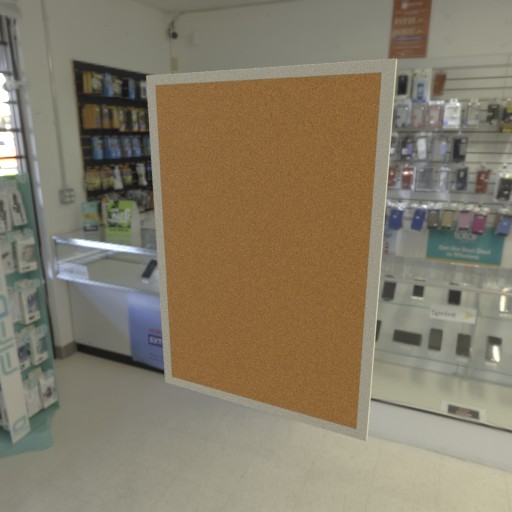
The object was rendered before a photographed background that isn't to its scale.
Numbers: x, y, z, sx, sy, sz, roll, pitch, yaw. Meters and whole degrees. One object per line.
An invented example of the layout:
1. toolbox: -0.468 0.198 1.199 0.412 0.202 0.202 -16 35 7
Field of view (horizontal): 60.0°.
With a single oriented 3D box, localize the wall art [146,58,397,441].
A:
1. wall art: 0.000 0.000 1.197 0.659 0.940 0.013 7 17 25
